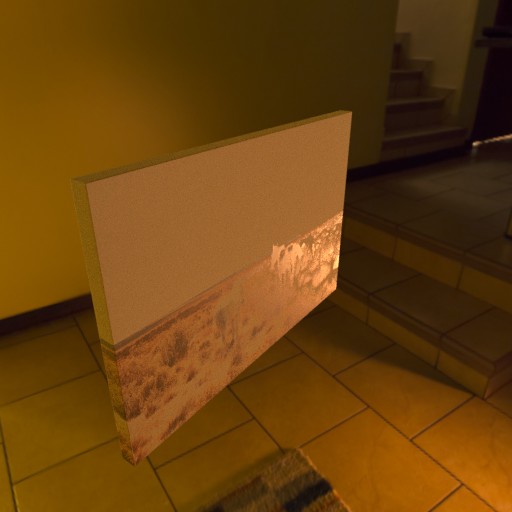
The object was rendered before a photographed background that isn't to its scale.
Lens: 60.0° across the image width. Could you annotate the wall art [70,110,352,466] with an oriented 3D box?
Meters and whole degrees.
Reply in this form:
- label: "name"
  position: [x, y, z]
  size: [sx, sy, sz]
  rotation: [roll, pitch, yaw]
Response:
- label: "wall art"
  position: [0.000, 0.000, 1.413]
  size: [0.051, 0.761, 1.138]
  rotation: [18, 31, 32]
